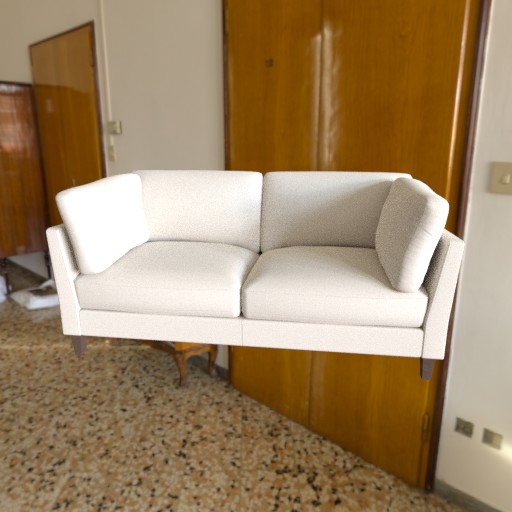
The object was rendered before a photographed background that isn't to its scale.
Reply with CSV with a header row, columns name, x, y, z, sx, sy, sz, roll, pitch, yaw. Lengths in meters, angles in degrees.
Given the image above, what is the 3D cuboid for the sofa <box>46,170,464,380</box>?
name,x,y,z,sx,sy,sz,roll,pitch,yaw
sofa,0.000,0.000,2.321,1.776,0.836,0.970,2,15,8
